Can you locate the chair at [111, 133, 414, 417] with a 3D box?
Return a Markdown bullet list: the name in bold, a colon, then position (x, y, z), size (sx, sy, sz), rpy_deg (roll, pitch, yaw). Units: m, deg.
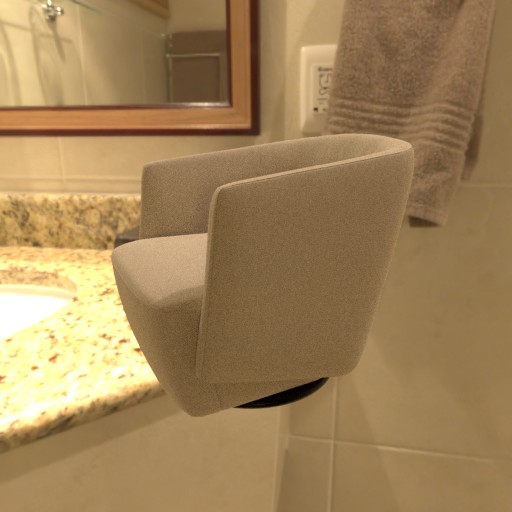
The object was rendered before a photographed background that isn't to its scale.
- **chair**: position (0.000, 0.000, 1.639), size (0.986, 0.861, 0.822), rpy_deg (-8, 19, -26)
